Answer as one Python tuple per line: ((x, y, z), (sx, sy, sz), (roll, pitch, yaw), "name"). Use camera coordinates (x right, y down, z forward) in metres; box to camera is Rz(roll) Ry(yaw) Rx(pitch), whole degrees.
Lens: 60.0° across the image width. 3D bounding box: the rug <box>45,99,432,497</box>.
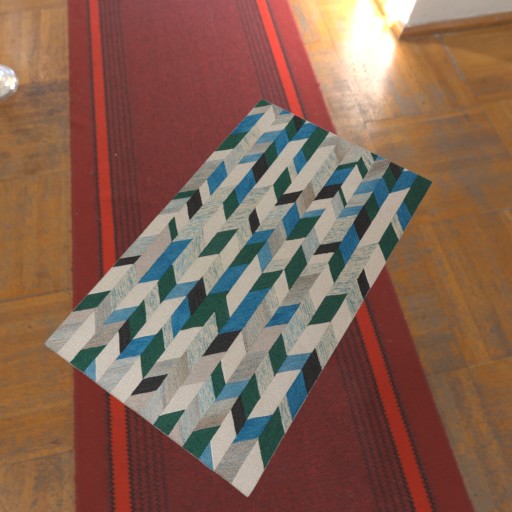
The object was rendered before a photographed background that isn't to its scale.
((0.000, 0.000, 2.977), (1.507, 0.007, 2.433), (31, 68, 14), "rug")
